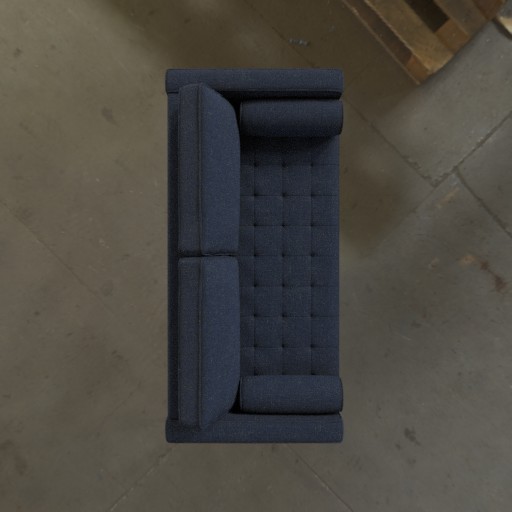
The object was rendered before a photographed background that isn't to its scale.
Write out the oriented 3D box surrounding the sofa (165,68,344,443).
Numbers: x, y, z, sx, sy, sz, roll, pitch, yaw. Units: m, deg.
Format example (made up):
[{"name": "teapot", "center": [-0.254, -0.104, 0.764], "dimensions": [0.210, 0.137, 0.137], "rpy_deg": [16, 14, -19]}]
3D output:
[{"name": "sofa", "center": [0.000, 0.000, 2.393], "dimensions": [0.914, 0.762, 1.880], "rpy_deg": [0, 90, 0]}]
